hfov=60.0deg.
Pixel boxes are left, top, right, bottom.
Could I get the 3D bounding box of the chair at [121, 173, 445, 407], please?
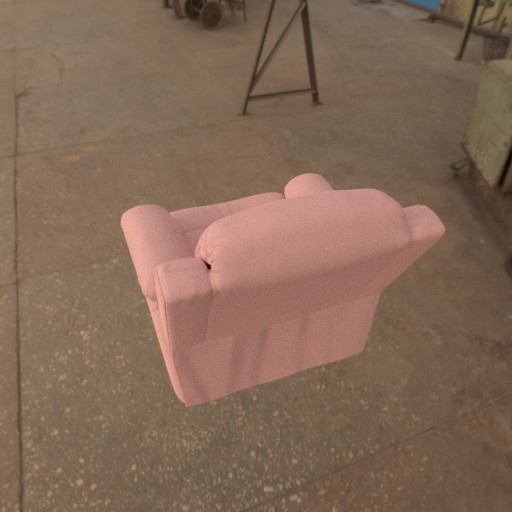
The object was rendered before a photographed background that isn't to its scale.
[{"bbox_3d":[0.000,0.000,1.251,0.680,0.702,0.709,-13,42,-15],"label":"chair"}]
